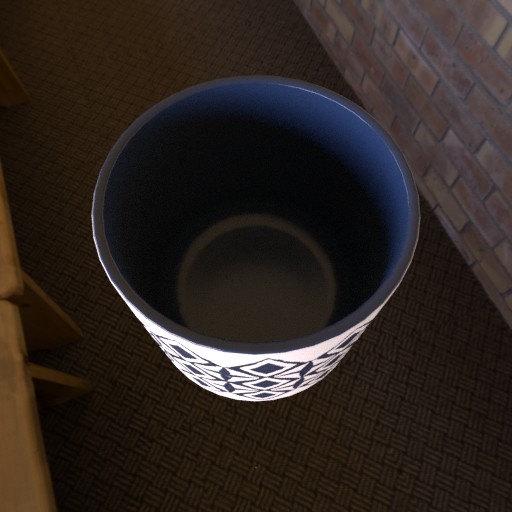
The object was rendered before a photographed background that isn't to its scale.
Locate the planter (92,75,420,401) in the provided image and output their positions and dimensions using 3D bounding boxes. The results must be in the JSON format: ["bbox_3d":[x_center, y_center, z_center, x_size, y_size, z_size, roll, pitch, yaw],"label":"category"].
[{"bbox_3d":[0.000,0.000,0.320,0.182,0.165,0.182,0,64,0],"label":"planter"}]
